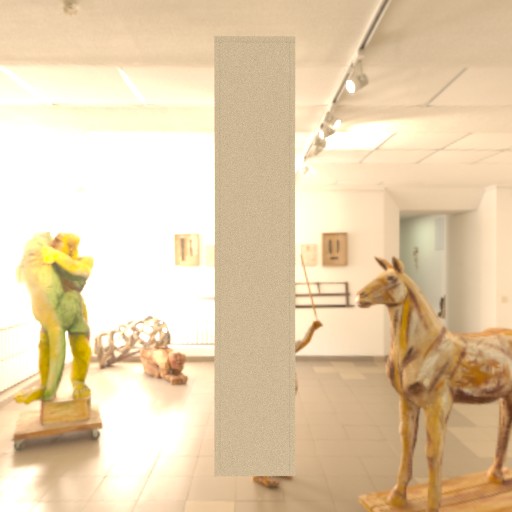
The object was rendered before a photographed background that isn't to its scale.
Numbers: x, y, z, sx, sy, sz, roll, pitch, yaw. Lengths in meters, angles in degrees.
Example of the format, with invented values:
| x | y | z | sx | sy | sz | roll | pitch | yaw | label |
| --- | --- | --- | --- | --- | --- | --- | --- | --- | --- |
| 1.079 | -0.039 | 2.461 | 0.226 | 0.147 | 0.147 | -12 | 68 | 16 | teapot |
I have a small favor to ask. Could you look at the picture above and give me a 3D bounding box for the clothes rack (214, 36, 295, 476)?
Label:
| x | y | z | sx | sy | sz | roll | pitch | yaw | label |
| --- | --- | --- | --- | --- | --- | --- | --- | --- | --- |
| 0.000 | 0.000 | 1.664 | 0.250 | 1.280 | 0.750 | 0 | 0 | -1 | clothes rack |
